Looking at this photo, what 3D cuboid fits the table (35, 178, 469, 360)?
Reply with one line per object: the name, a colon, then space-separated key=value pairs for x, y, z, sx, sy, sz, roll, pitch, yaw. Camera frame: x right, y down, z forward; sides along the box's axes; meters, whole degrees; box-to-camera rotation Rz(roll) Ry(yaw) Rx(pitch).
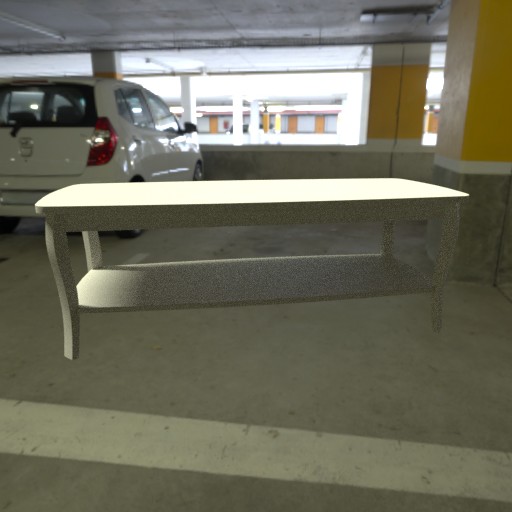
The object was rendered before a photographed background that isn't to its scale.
table: x=0.000 y=0.000 z=1.580 sx=1.334 sy=0.474 sz=0.561 roll=-3 pitch=16 yaw=-9
